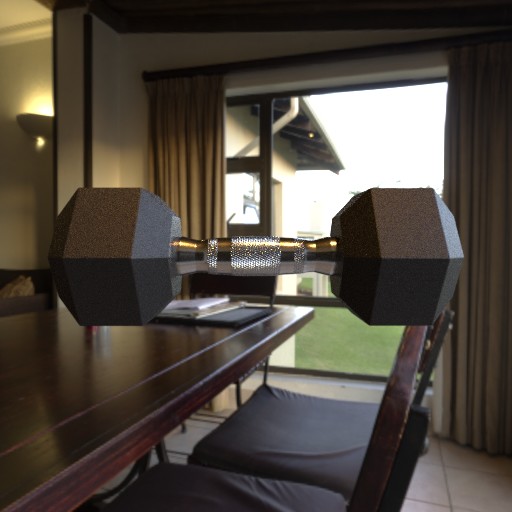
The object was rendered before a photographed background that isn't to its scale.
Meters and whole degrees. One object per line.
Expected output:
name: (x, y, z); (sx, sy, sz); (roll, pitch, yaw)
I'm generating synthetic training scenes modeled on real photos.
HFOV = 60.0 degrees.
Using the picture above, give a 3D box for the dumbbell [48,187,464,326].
dumbbell: (0.000, 0.000, 0.321); (0.272, 0.092, 0.106); (0, 2, 0)
